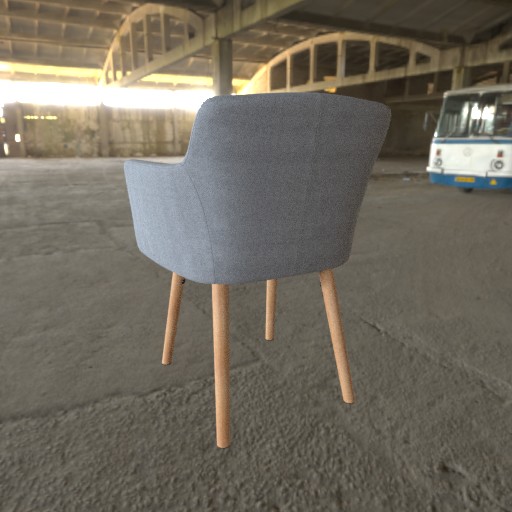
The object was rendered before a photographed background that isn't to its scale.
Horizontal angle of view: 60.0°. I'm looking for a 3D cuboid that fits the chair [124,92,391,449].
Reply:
[{"bbox_3d":[0.000,0.000,1.180,0.570,0.780,0.540,-8,17,-27],"label":"chair"}]
